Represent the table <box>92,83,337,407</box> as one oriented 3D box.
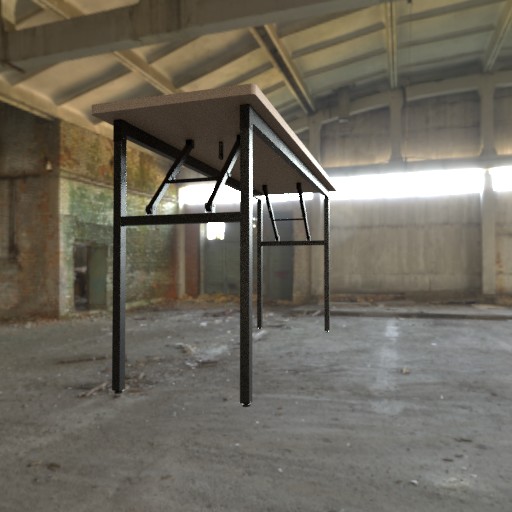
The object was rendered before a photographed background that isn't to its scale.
[{"bbox_3d":[0.000,0.000,1.727,0.447,0.750,1.397,0,-1,18],"label":"table"}]
